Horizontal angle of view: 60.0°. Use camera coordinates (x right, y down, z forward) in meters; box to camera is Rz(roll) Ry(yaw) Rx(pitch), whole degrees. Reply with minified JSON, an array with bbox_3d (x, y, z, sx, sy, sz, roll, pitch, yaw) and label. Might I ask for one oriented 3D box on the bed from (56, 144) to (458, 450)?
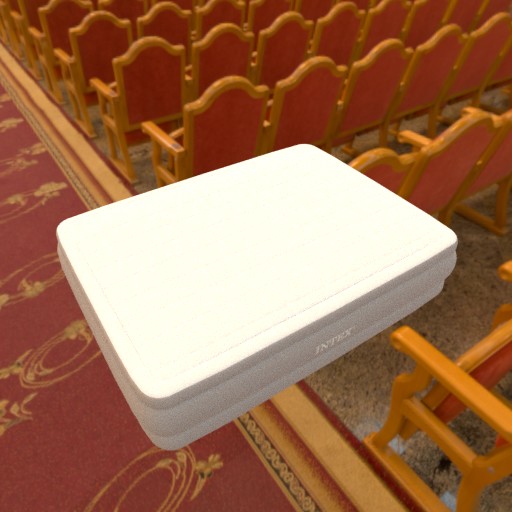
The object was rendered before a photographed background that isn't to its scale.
[{"bbox_3d":[0.000,0.000,2.693,2.036,0.460,1.520,-23,46,-25],"label":"bed"}]
